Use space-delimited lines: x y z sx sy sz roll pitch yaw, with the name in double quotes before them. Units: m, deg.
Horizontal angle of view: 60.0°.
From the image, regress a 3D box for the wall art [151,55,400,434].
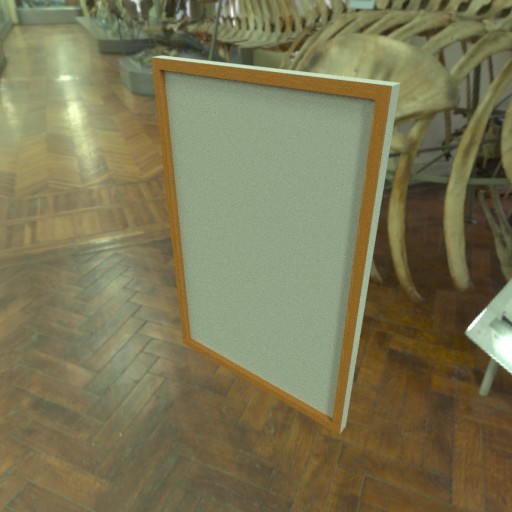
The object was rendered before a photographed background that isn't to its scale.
"wall art" 0.000 0.000 0.770 0.405 0.608 0.025 21 37 31
